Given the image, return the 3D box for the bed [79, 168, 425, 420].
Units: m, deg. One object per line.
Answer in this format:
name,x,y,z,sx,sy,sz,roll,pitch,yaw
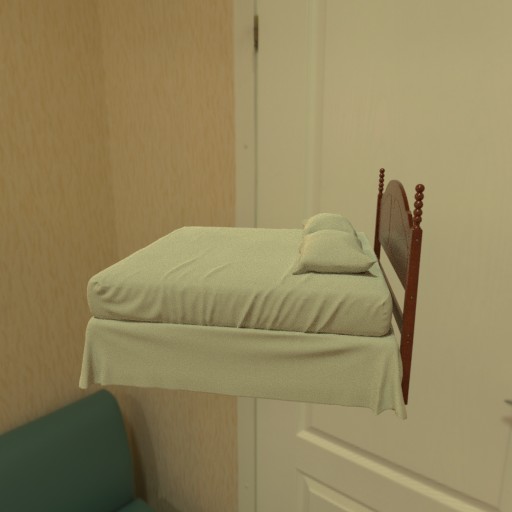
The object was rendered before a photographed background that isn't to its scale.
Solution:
bed,0.000,0.000,3.660,2.219,1.355,2.322,2,14,9
